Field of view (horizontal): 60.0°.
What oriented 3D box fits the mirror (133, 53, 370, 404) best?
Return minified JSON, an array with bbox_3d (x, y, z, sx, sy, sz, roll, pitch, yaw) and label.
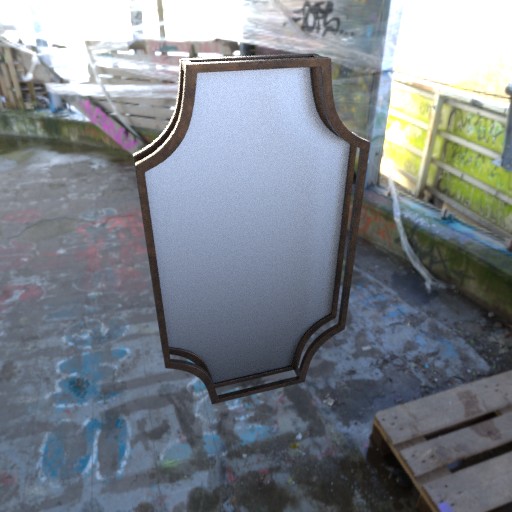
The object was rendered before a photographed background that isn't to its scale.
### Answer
[{"bbox_3d":[0.000,0.000,0.987,0.462,0.811,0.066,-9,33,-15],"label":"mirror"}]
